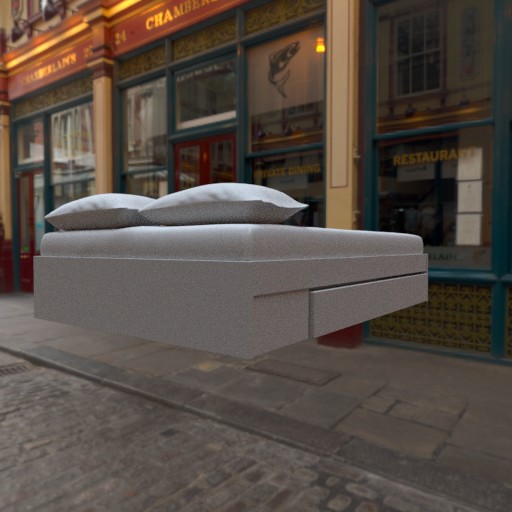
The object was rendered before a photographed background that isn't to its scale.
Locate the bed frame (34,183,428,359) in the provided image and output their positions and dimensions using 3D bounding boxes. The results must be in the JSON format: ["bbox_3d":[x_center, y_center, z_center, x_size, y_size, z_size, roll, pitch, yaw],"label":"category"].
[{"bbox_3d":[0.000,0.000,2.651,1.450,0.629,1.950,1,2,37],"label":"bed frame"}]
